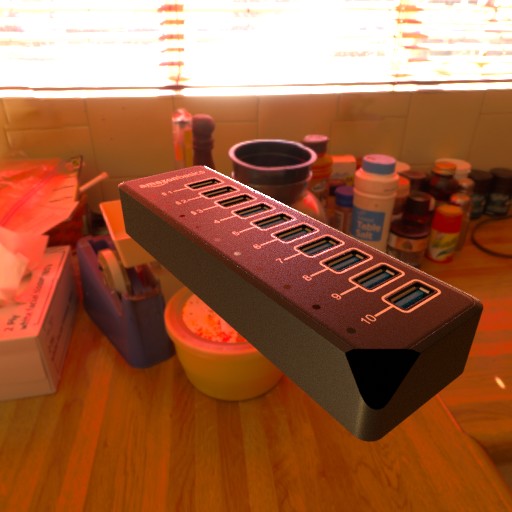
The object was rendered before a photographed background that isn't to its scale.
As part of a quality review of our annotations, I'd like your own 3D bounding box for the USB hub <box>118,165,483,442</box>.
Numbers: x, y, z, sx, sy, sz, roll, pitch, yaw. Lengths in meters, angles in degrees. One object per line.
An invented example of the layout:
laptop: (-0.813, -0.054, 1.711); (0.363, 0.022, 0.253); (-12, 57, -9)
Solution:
USB hub: (0.000, 0.000, 0.160); (0.044, 0.023, 0.145); (-21, 36, -32)
